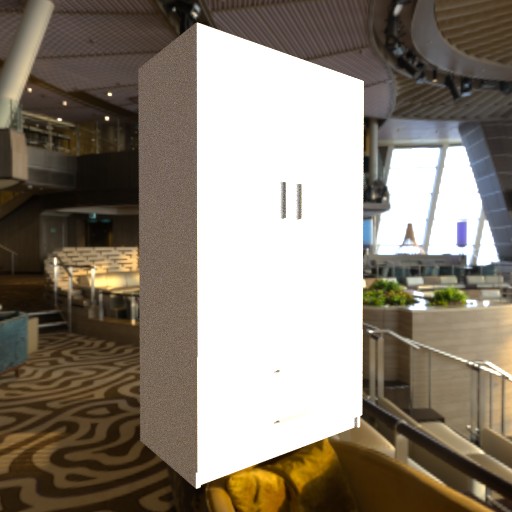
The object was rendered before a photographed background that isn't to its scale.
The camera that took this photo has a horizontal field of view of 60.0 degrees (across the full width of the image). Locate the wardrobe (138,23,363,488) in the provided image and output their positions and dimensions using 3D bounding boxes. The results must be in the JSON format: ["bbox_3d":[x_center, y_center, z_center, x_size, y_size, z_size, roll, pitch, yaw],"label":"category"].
[{"bbox_3d":[0.000,0.000,2.228,0.991,1.808,0.577,-1,1,-37],"label":"wardrobe"}]
